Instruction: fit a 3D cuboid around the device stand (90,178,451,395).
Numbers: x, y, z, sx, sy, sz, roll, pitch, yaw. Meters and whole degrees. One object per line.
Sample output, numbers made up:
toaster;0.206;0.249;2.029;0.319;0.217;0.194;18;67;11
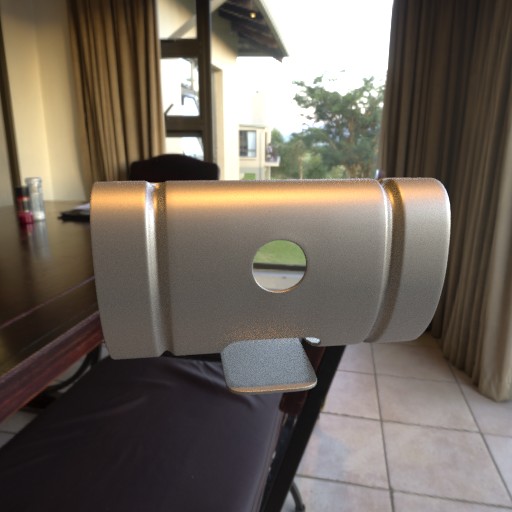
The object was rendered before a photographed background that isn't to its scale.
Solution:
device stand;0.000;0.000;0.409;0.256;0.155;0.236;-2;15;-7
